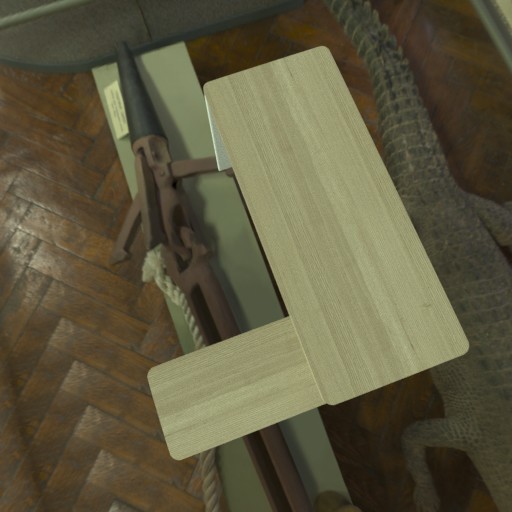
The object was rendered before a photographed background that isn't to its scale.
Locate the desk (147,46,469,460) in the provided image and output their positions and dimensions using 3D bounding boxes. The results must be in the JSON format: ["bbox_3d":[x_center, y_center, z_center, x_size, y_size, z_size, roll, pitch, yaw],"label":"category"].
[{"bbox_3d":[0.000,0.000,2.102,1.175,0.770,1.400,-20,77,-5],"label":"desk"}]
